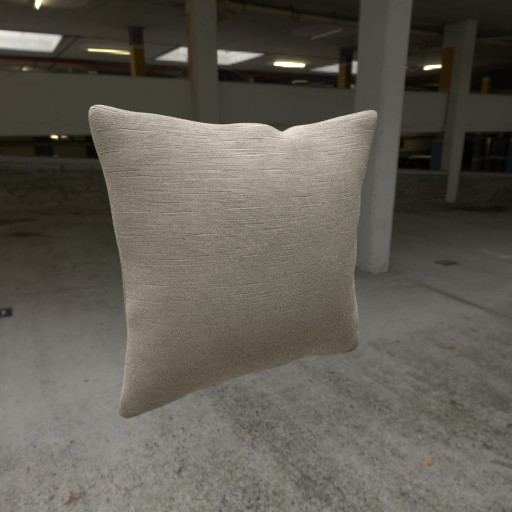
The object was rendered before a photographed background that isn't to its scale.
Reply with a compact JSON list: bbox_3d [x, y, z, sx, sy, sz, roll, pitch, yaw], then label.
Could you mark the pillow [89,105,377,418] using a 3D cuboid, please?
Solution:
[{"bbox_3d":[0.000,0.000,0.661,0.437,0.420,0.162,-9,18,-28],"label":"pillow"}]
